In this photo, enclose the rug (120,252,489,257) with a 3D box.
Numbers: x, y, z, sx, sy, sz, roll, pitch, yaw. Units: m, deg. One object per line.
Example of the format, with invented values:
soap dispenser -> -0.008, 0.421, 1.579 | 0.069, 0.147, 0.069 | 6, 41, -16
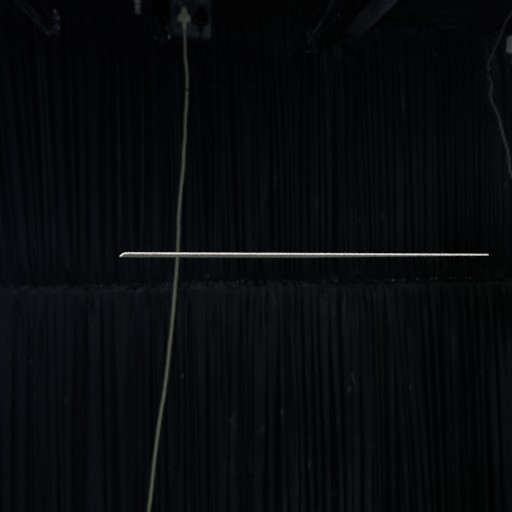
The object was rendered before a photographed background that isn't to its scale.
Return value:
rug -> 0.000, 0.000, 3.939 | 2.313, 0.009, 2.939 | 0, 0, -17
